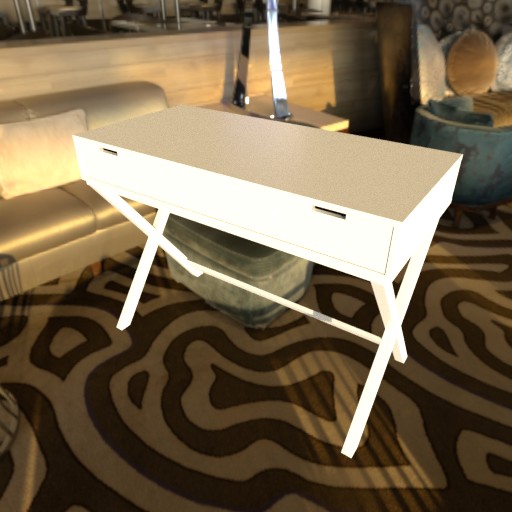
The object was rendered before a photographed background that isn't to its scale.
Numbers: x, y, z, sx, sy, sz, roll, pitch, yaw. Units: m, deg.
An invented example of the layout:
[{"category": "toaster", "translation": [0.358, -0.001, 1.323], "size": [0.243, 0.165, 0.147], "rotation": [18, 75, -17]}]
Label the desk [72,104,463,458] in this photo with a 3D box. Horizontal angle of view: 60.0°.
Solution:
[{"category": "desk", "translation": [0.000, 0.000, 1.521], "size": [1.059, 0.780, 0.509], "rotation": [20, 37, 29]}]
